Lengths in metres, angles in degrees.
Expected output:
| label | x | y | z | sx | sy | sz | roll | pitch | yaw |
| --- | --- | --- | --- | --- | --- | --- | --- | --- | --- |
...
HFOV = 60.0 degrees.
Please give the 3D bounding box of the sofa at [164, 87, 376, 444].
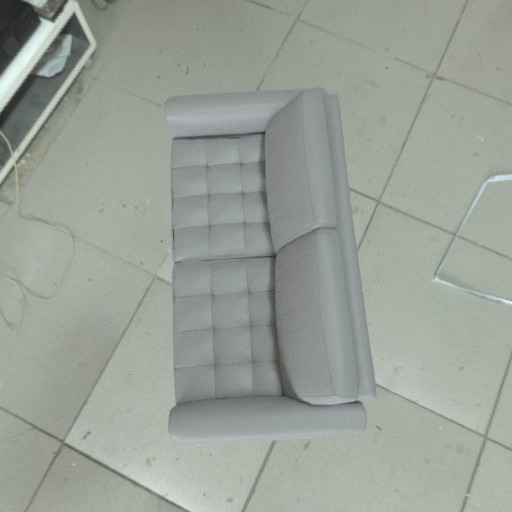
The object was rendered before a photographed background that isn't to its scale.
| label | x | y | z | sx | sy | sz | roll | pitch | yaw |
| --- | --- | --- | --- | --- | --- | --- | --- | --- | --- |
| sofa | 0.000 | 0.000 | 2.774 | 1.121 | 0.930 | 2.177 | -4 | 75 | -1 |
